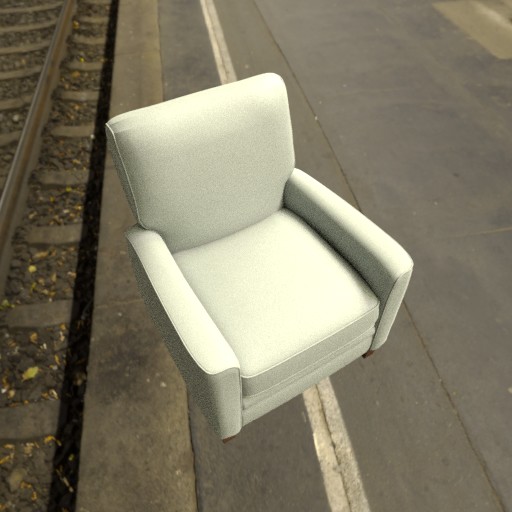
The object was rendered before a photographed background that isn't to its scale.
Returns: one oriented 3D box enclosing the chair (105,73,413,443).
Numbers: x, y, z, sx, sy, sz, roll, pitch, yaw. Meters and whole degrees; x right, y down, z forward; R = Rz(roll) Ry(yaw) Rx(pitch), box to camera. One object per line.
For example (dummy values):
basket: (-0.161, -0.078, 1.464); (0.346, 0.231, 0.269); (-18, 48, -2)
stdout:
chair: (0.000, 0.000, 1.687); (0.853, 1.007, 0.846); (-24, 52, -21)
